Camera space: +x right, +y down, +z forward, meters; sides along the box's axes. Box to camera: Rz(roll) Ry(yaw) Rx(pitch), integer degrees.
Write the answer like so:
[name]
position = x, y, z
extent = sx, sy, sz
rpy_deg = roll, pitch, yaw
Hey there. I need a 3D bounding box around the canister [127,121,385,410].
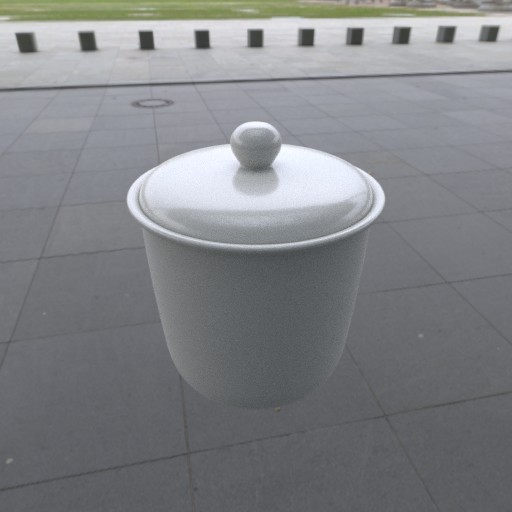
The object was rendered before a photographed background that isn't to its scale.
[canister]
position = 0.000, 0.000, 0.351
extent = 0.182, 0.208, 0.182
rpy_deg = 0, 31, 0
